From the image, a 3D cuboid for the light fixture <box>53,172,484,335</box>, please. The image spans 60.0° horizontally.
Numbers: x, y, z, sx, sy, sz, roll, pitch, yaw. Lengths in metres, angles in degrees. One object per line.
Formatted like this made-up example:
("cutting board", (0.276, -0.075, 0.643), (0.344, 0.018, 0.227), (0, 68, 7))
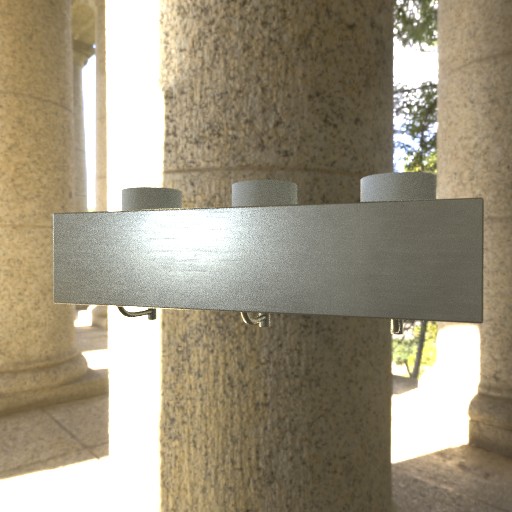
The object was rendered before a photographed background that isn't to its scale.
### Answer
("light fixture", (0.000, 0.000, 0.511), (0.451, 0.172, 0.145), (0, 1, 19))
